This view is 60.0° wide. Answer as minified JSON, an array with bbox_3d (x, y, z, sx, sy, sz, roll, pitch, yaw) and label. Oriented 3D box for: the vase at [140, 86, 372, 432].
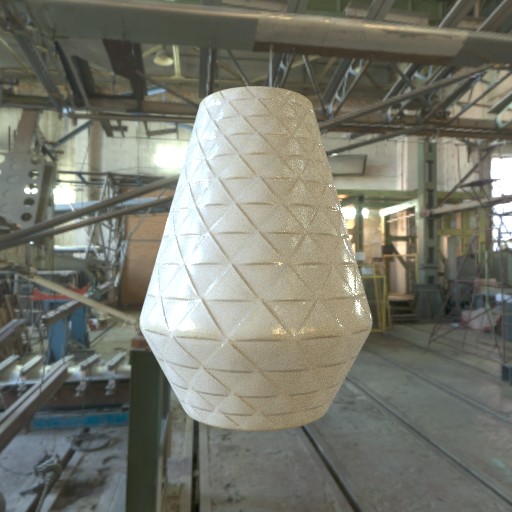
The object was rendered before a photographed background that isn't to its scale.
[{"bbox_3d":[0.000,0.000,0.344,0.175,0.230,0.175,0,-1,0],"label":"vase"}]
